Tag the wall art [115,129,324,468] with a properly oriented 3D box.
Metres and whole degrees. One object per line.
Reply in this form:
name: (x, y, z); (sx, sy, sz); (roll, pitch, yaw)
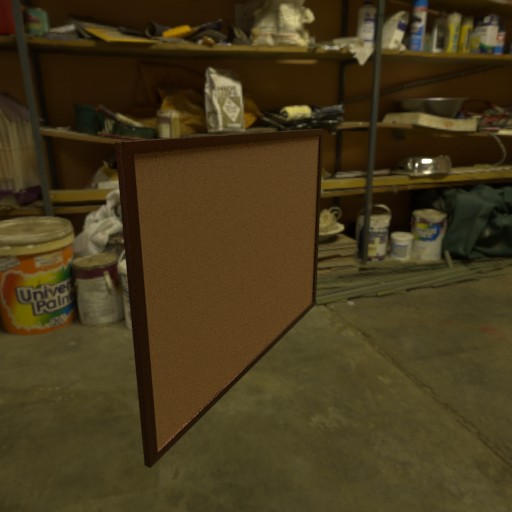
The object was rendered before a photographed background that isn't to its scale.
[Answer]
wall art: (0.000, 0.000, 1.046); (0.014, 0.559, 0.816); (9, 19, 27)
